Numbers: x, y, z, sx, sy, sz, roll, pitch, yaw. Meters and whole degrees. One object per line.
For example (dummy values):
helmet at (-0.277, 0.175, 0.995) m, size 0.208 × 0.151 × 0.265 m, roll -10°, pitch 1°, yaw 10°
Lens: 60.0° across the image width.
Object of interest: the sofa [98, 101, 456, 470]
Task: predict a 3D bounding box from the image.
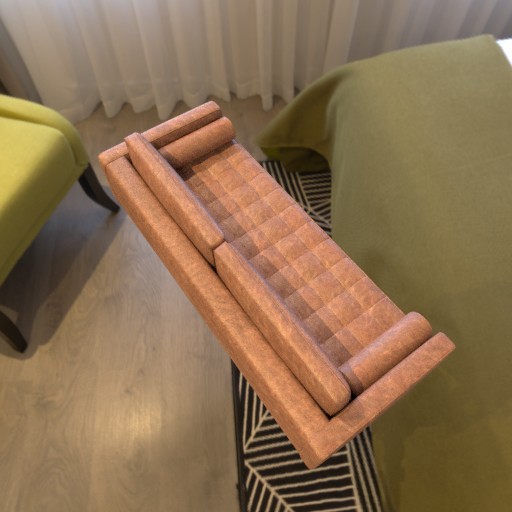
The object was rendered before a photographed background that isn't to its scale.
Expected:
sofa at (0.000, 0.000, 2.660) m, size 0.914 × 0.762 × 2.210 m, roll -32°, pitch 65°, yaw -17°
